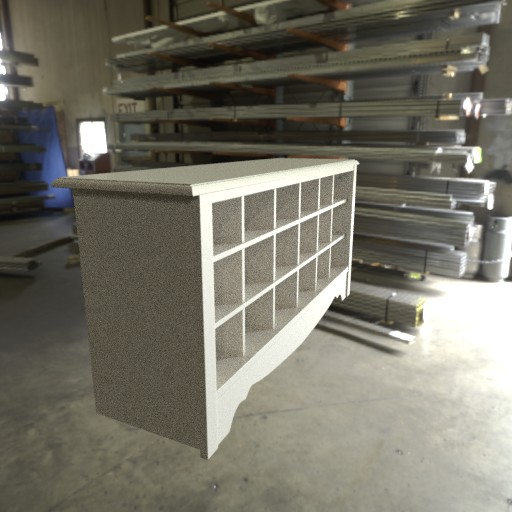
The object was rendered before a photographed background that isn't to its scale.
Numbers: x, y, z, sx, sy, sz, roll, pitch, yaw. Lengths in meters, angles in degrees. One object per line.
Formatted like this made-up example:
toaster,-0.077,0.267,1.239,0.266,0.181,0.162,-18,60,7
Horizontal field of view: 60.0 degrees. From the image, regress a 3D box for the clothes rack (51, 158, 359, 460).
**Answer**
clothes rack,0.000,0.000,1.328,0.324,0.531,1.120,7,16,25
